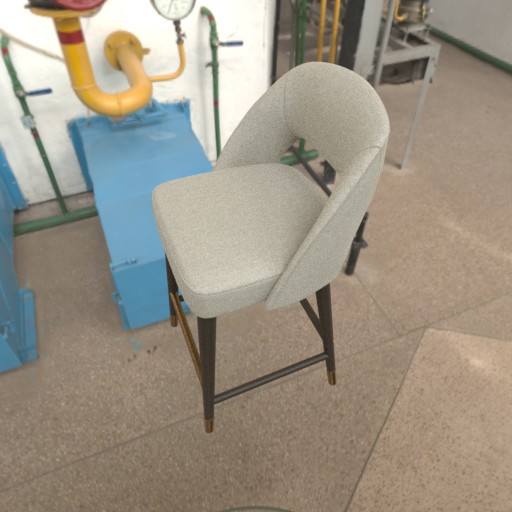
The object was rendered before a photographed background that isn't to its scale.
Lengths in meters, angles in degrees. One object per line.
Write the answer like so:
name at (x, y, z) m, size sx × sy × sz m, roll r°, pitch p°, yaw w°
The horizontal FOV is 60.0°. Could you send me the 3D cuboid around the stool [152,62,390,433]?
stool at (0.000, 0.000, 1.243) m, size 0.509 × 0.940 × 0.494 m, roll -16°, pitch 47°, yaw -15°
